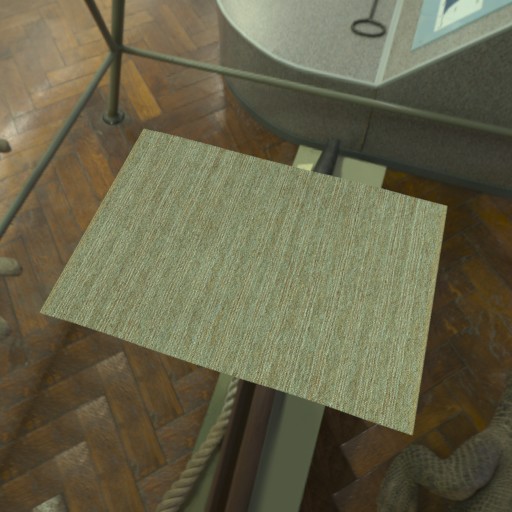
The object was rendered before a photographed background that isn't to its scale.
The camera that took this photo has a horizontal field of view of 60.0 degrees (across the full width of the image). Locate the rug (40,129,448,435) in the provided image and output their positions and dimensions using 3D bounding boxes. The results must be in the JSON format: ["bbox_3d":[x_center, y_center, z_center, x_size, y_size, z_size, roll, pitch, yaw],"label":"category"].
[{"bbox_3d":[0.000,0.000,2.306,1.824,0.010,1.240,16,65,8],"label":"rug"}]
